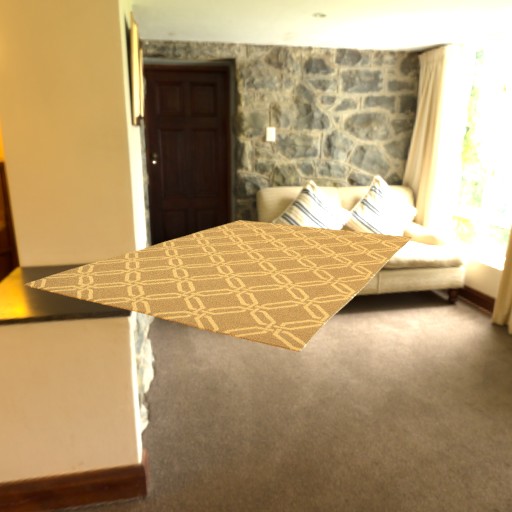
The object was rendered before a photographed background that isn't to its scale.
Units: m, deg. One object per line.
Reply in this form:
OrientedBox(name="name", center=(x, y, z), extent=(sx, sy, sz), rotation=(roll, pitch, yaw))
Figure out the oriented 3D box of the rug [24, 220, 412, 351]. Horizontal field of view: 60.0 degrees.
OrientedBox(name="rug", center=(0.000, 0.000, 2.775), extent=(1.524, 0.013, 2.135), rotation=(8, 16, 28))
